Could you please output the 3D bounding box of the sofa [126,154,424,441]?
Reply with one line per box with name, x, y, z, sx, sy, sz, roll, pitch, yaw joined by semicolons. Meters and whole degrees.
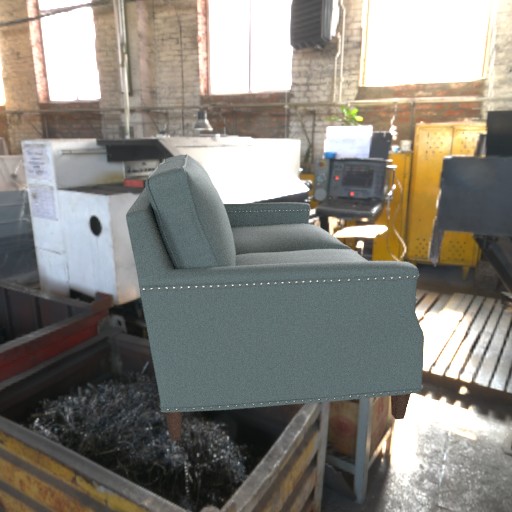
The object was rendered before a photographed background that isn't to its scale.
sofa;0.000;0.000;2.282;1.084;1.003;1.597;-2;15;-8
